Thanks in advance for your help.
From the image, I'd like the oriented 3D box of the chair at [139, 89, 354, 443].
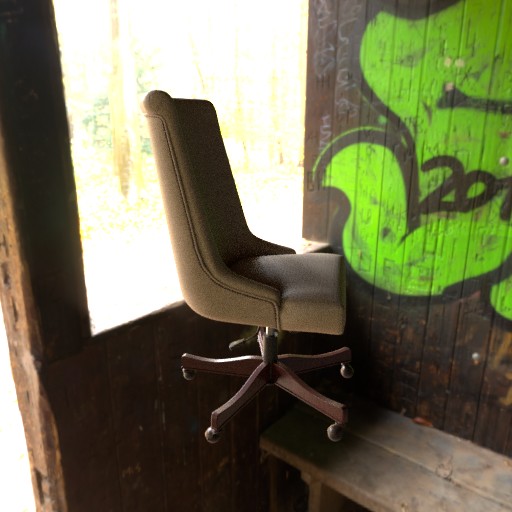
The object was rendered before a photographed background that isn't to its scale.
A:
[{"bbox_3d":[0.000,0.000,1.467,0.696,1.010,0.645,3,16,11],"label":"chair"}]
